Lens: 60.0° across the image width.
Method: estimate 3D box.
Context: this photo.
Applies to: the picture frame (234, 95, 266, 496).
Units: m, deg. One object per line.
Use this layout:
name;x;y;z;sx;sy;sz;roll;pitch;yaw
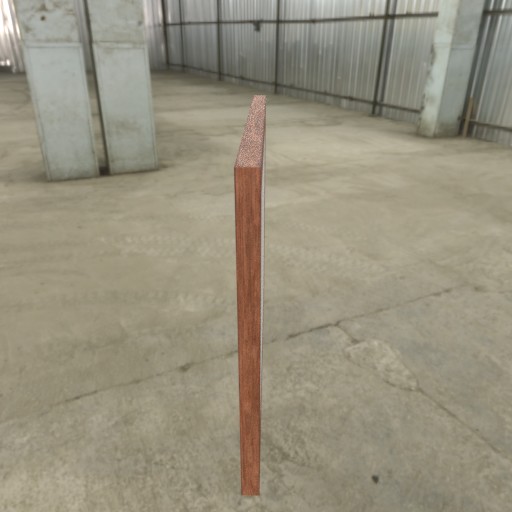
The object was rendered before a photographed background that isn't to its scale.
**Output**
picture frame;0.000;0.000;0.758;0.025;0.457;0.559;1;26;1
